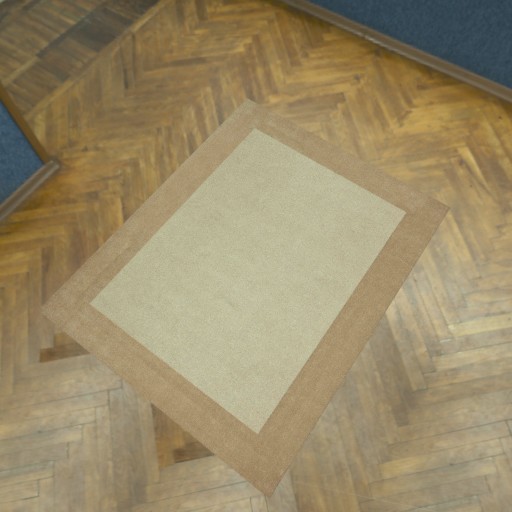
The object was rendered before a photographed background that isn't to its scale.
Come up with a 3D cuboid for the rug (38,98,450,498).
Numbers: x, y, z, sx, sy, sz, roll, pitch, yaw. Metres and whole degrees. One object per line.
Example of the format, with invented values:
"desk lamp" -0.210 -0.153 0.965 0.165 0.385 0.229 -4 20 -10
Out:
"rug" 0.000 0.000 4.054 2.438 0.014 3.048 33 68 15
